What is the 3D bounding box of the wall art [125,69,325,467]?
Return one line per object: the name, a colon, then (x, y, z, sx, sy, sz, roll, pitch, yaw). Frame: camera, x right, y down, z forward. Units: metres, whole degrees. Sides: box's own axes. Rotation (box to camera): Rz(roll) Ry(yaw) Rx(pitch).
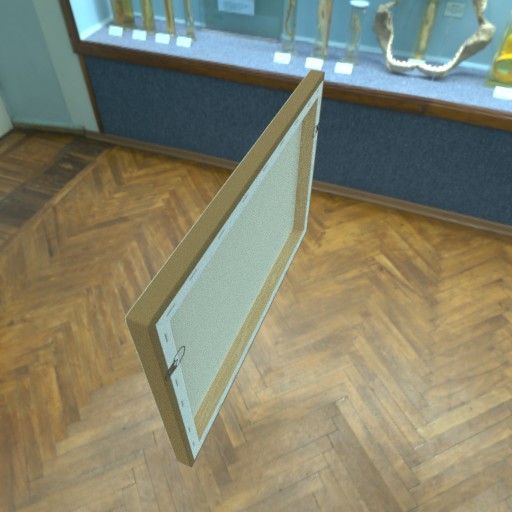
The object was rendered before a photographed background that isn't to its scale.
wall art: (0.000, 0.000, 0.482, 0.019, 0.254, 0.380, 17, 49, 15)
